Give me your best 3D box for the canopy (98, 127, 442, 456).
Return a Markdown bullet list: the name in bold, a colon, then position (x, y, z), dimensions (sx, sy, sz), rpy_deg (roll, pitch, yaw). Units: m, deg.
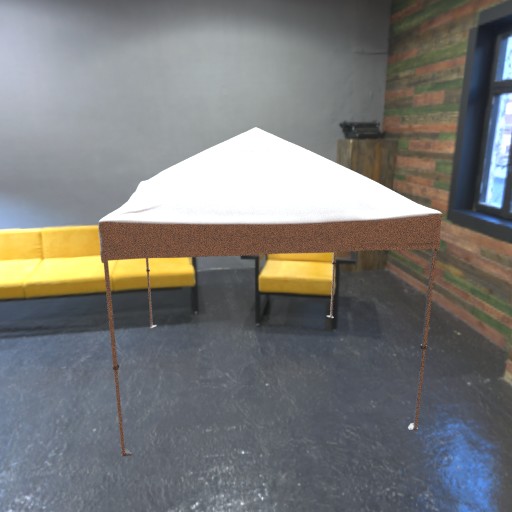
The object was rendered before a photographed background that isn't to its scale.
- **canopy**: position (0.000, 0.000, 5.381), dimensions (2.998, 2.997, 2.996), rpy_deg (-2, 16, -7)
